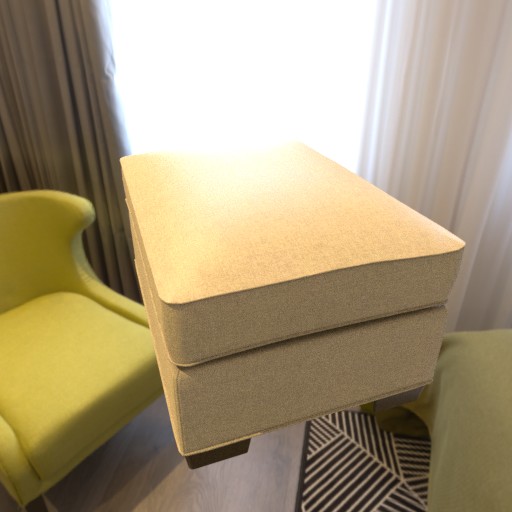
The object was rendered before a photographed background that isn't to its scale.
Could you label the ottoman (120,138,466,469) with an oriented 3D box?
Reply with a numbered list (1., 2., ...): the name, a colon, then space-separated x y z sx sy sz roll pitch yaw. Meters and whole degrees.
1. ottoman: 0.000 0.000 1.224 0.619 0.504 0.843 -10 31 -17
